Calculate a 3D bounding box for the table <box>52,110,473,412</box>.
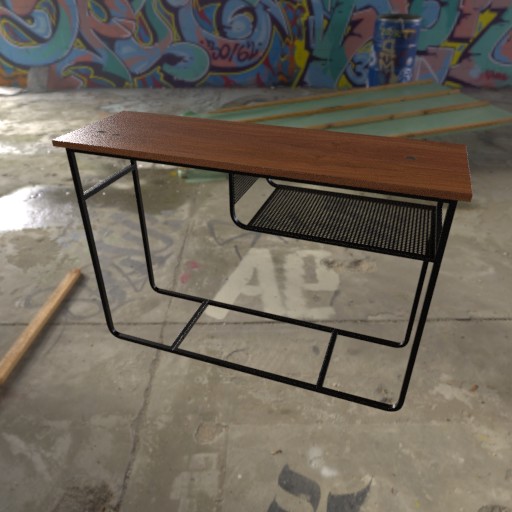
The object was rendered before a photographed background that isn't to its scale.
[{"bbox_3d":[0.000,0.000,1.435,1.100,0.750,0.350,11,34,16],"label":"table"}]
